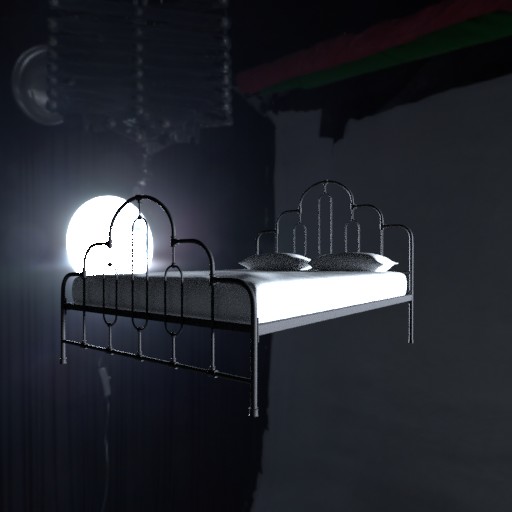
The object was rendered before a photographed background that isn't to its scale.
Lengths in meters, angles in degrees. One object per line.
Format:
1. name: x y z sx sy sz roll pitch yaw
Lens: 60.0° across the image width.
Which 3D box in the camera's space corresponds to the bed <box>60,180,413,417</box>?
1. bed: 0.000 0.000 3.298 1.640 1.429 2.163 0 0 37
